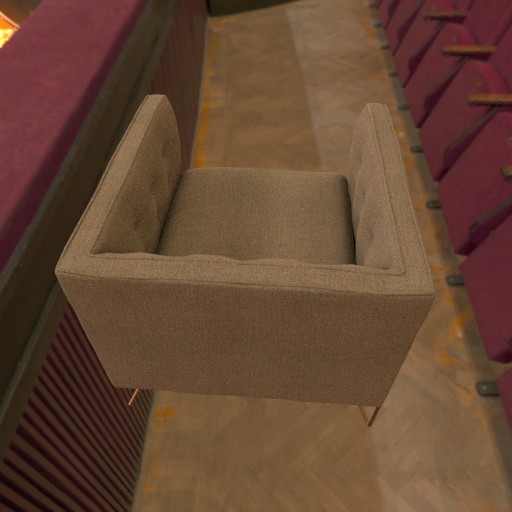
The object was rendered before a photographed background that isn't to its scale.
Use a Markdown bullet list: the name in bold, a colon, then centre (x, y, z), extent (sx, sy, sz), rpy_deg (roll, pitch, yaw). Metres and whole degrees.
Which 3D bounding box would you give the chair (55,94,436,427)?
- **chair**: centre (0.000, 0.000, 1.605), extent (0.920, 0.799, 0.912), rpy_deg (3, 47, 3)
